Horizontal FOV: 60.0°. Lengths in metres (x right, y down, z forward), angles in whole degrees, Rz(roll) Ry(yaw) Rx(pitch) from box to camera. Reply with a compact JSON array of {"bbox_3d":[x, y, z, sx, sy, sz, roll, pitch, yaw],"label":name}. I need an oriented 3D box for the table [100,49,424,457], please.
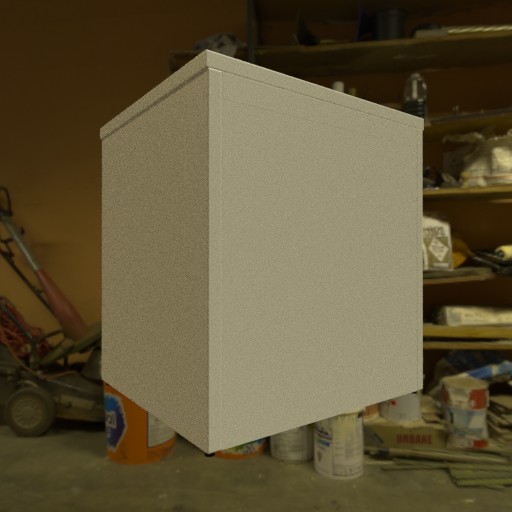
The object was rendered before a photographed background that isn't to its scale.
[{"bbox_3d":[0.000,0.000,0.772,0.420,0.460,0.380,0,0,-36],"label":"table"}]
